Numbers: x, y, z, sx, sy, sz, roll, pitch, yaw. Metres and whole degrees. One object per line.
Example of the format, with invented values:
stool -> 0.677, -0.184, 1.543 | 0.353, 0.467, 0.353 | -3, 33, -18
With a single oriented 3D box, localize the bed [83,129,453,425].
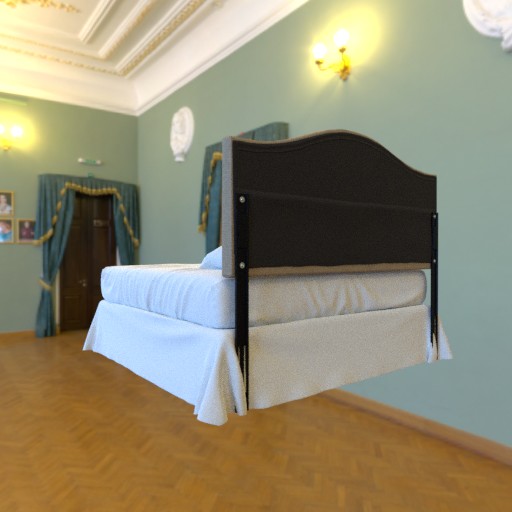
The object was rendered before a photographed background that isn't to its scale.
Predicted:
bed -> 0.000, 0.000, 3.701 | 2.311, 1.651, 2.222 | 0, 1, -37
